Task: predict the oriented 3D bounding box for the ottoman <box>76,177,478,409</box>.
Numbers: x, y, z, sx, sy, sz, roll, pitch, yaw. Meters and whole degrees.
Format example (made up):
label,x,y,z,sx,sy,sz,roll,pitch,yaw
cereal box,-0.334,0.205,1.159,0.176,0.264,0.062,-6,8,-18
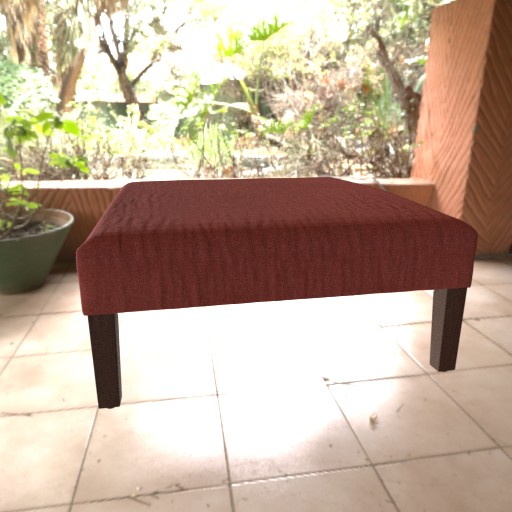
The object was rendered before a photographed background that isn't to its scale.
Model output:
label,x,y,z,sx,sy,sz,roll,pitch,yaw
ottoman,0.000,0.000,1.401,0.889,0.411,0.890,-3,17,-10
